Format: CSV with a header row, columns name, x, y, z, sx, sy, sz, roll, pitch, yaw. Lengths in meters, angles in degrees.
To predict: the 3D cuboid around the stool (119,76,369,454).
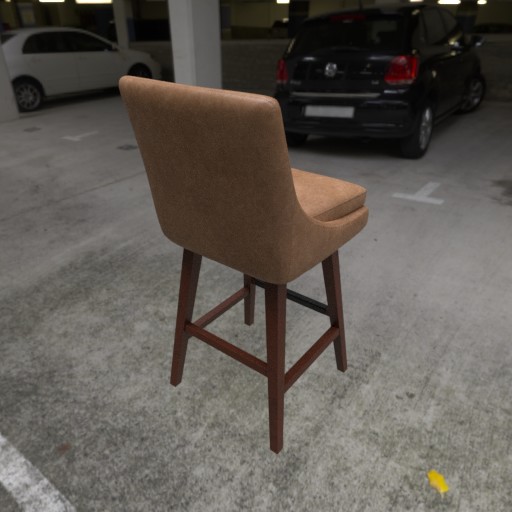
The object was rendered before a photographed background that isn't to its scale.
name,x,y,z,sx,sy,sz,roll,pitch,yaw
stool,0.000,0.000,1.386,0.487,1.079,0.572,21,36,32
